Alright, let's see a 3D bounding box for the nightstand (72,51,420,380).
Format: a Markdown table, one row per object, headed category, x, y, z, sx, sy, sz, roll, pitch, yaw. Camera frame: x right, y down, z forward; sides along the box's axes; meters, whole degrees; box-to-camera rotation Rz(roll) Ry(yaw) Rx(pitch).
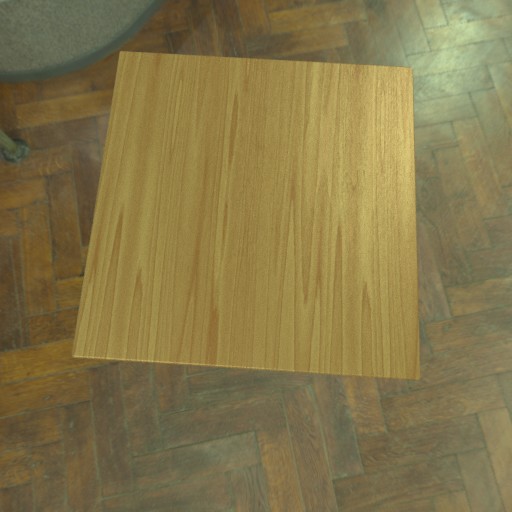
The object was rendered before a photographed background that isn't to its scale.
| category | x | y | z | sx | sy | sz | roll | pitch | yaw |
| --- | --- | --- | --- | --- | --- | --- | --- | --- | --- |
| nightstand | 0.000 | 0.000 | 0.876 | 0.418 | 0.614 | 0.428 | 4 | 76 | 1 |
